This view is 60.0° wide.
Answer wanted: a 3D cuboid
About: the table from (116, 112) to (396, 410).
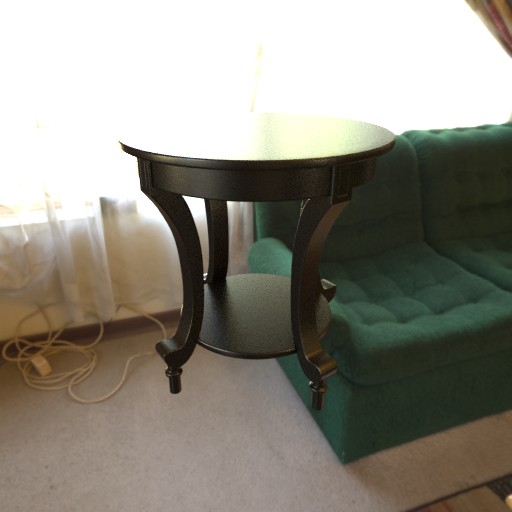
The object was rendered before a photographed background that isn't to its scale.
[{"bbox_3d":[0.000,0.000,1.113,0.597,0.618,0.597,0,25,0],"label":"table"}]
